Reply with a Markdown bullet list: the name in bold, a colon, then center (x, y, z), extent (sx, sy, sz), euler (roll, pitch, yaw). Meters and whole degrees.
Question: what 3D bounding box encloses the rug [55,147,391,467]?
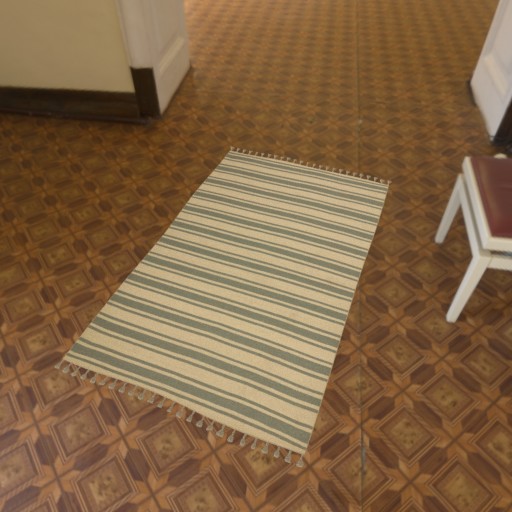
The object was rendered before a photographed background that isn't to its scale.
- **rug**: center (0.000, 0.000, 2.596), extent (1.222, 0.009, 2.084), euler (16, 48, 15)
